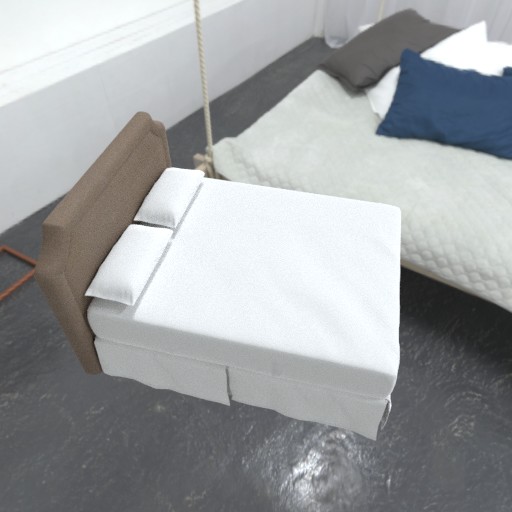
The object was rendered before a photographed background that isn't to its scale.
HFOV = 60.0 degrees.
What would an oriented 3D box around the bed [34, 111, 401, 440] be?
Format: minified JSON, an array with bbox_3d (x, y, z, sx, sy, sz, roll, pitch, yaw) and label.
[{"bbox_3d":[0.000,0.000,3.114,2.116,1.290,1.693,10,47,9],"label":"bed"}]
